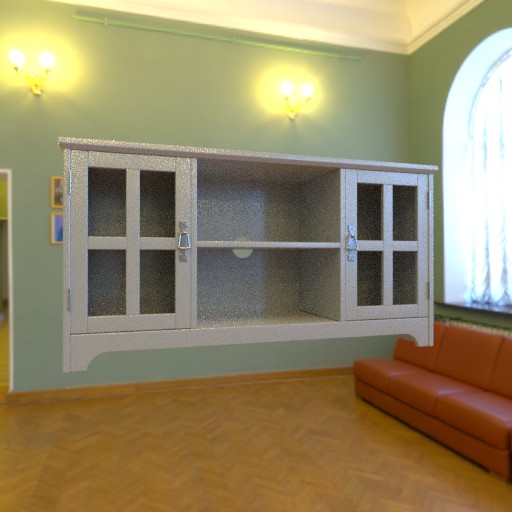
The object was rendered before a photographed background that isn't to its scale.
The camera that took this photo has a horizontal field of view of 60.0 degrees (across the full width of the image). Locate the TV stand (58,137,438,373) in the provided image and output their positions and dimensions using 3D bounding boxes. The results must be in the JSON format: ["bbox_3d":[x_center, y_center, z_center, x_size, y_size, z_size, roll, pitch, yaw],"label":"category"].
[{"bbox_3d":[0.000,0.000,1.465,1.167,0.603,0.344,0,0,-18],"label":"TV stand"}]
